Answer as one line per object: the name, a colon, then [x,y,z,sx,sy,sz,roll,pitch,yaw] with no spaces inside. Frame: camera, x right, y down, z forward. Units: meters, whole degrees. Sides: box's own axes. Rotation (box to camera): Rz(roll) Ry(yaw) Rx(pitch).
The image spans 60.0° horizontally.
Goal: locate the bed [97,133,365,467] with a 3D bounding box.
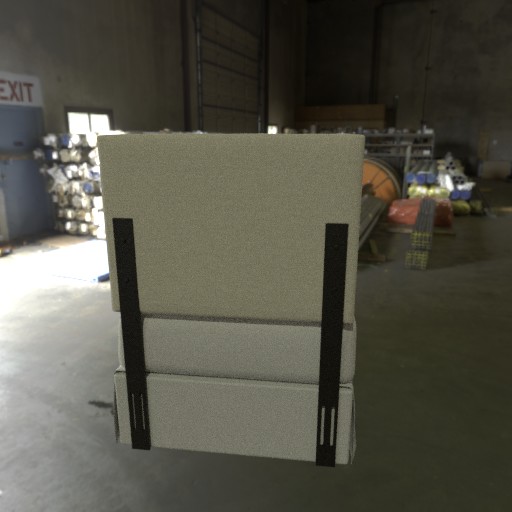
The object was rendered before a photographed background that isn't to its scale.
bed: [0.000,0.000,2.964,1.261,1.571,1.997,2,15,7]
